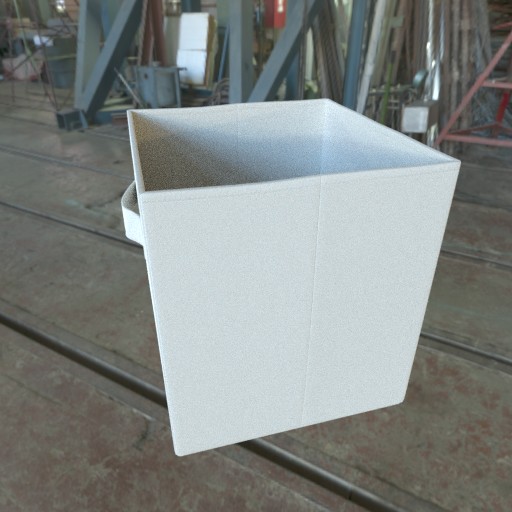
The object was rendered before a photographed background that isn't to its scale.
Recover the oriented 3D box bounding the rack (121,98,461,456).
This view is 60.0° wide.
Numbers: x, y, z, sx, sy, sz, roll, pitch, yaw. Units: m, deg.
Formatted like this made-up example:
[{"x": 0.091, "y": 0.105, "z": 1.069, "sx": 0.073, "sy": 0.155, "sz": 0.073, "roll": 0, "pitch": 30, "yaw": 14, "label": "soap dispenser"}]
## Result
[{"x": 0.000, "y": 0.000, "z": 0.500, "sx": 0.270, "sy": 0.280, "sz": 0.270, "roll": -8, "pitch": 31, "yaw": -13, "label": "rack"}]
